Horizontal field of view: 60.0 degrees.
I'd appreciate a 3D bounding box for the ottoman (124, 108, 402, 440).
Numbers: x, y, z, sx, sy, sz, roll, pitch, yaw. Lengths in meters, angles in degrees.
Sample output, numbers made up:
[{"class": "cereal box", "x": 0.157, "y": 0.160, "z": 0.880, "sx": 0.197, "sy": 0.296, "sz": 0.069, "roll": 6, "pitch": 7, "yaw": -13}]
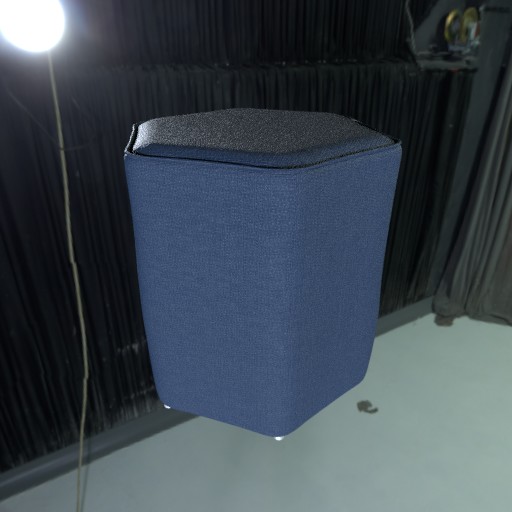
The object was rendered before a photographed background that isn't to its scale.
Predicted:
[{"class": "ottoman", "x": 0.000, "y": 0.000, "z": 0.879, "sx": 0.492, "sy": 0.505, "sz": 0.454, "roll": -18, "pitch": 32, "yaw": -32}]
